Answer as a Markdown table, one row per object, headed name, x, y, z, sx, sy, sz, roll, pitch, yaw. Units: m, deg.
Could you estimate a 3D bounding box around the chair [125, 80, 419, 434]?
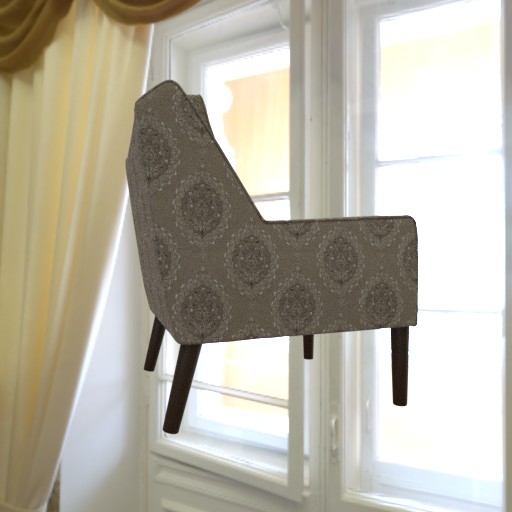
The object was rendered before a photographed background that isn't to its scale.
| name | x | y | z | sx | sy | sz | roll | pitch | yaw |
| --- | --- | --- | --- | --- | --- | --- | --- | --- | --- |
| chair | 0.000 | 0.000 | 1.360 | 0.750 | 0.797 | 0.665 | 0 | 0 | -18 |
